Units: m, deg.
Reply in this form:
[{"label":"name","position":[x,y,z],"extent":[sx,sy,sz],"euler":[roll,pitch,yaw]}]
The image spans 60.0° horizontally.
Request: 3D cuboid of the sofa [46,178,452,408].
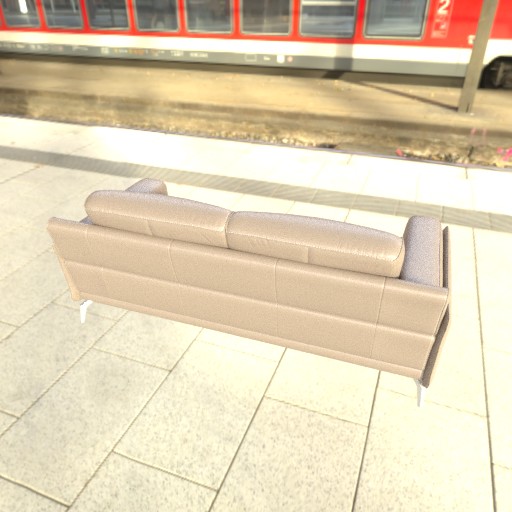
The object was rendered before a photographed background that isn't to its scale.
[{"label":"sofa","position":[0.000,0.000,2.569],"extent":[2.101,0.930,1.049],"euler":[10,33,16]}]
